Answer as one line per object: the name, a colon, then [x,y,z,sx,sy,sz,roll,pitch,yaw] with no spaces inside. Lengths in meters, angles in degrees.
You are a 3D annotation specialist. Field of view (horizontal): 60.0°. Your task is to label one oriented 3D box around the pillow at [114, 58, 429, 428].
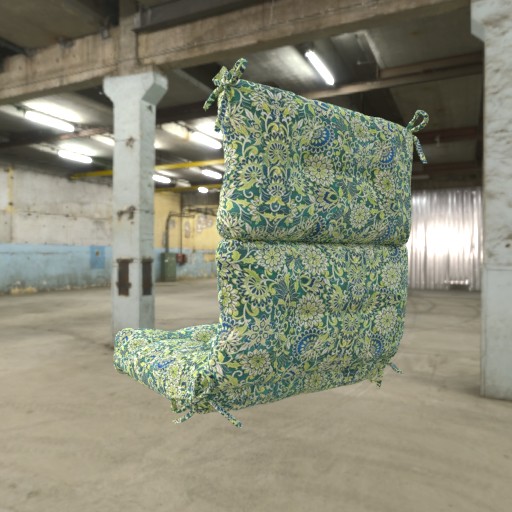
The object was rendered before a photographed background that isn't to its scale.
pillow: [0.000,0.000,0.995,0.519,0.605,0.571,1,-1,-36]
